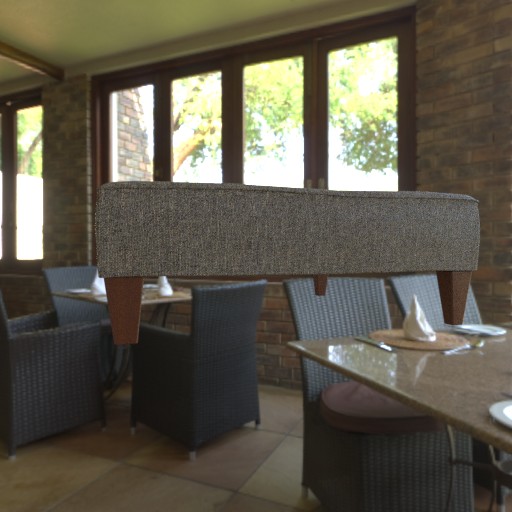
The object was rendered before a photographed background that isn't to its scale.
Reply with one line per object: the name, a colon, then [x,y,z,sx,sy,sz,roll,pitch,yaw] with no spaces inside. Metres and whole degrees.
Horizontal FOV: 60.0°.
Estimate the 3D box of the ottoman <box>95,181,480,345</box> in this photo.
ottoman: [0.000,0.000,1.530,1.016,0.379,0.981,0,0,-17]
